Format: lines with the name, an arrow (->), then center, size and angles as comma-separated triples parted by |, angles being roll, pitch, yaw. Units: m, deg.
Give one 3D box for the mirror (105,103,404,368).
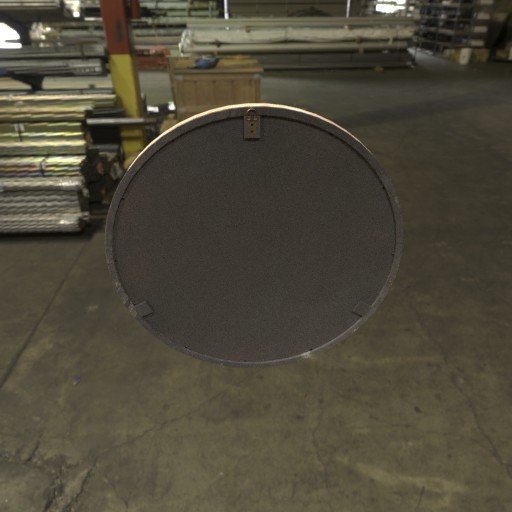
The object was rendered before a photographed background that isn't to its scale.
mirror -> 0.000, 0.000, 1.081 | 0.710, 0.710, 0.038 | -1, 30, -2
